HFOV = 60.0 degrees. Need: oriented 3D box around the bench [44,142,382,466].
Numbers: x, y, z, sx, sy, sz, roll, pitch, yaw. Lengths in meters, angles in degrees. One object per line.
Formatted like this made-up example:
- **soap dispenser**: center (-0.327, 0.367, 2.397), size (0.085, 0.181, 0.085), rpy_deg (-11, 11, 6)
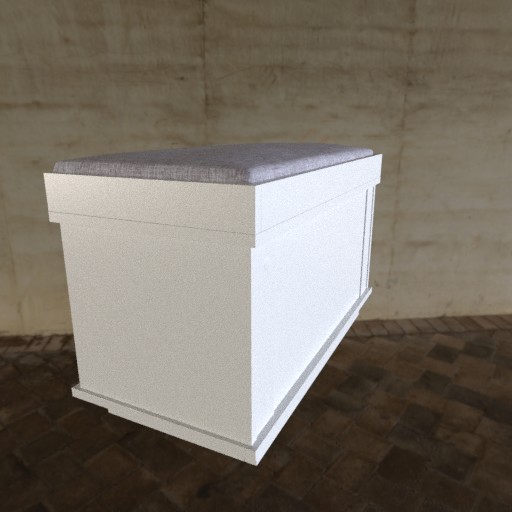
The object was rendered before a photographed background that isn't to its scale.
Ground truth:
- **bench**: center (0.000, 0.000, 0.956), size (0.362, 0.461, 0.734), rpy_deg (8, 18, 25)
